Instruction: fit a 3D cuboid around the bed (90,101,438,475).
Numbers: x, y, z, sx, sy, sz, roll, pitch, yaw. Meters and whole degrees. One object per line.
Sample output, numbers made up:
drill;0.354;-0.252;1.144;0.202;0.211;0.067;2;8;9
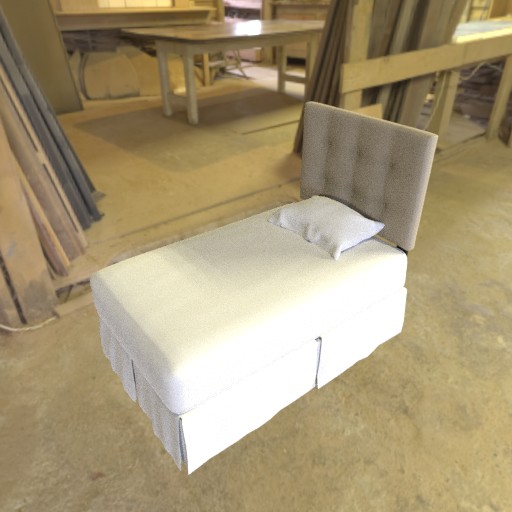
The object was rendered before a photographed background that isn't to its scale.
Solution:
bed;0.000;0.000;2.997;1.997;1.571;1.261;-22;38;-31
